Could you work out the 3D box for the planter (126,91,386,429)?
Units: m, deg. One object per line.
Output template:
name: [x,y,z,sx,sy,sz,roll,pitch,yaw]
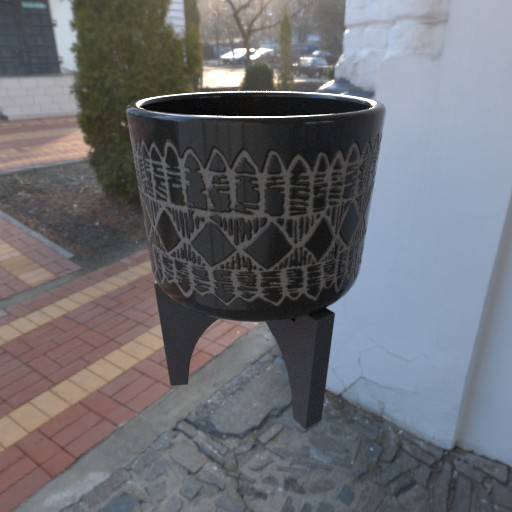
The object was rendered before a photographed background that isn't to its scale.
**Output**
planter: [0.000,0.000,0.399,0.196,0.264,0.196,-17,30,-33]
